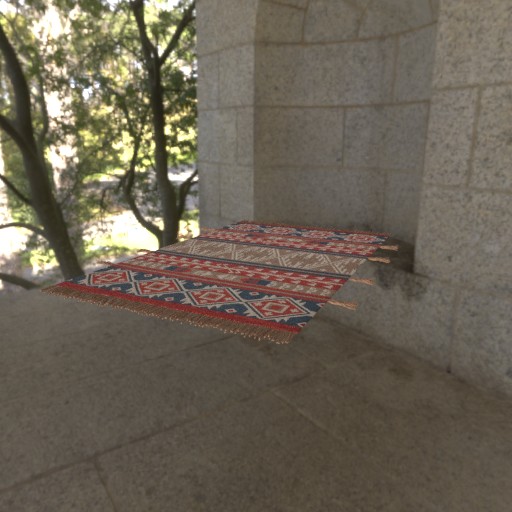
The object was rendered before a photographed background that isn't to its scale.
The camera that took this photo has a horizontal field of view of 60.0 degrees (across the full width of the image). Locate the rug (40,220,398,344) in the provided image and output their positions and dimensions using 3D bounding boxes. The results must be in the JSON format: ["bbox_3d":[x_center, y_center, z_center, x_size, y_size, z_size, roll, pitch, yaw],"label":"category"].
[{"bbox_3d":[0.000,0.000,3.175,1.778,0.048,2.450,7,16,25],"label":"rug"}]
